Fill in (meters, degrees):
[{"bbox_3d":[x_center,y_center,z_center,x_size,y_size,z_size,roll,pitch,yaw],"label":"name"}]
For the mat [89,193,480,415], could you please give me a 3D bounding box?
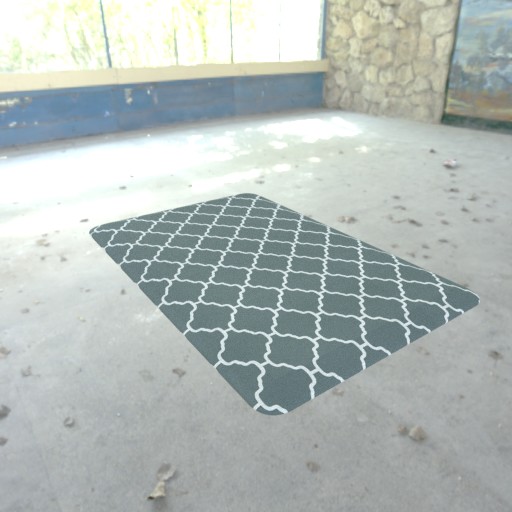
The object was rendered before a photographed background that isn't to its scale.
[{"bbox_3d":[0.000,0.000,0.959,0.508,0.021,0.762,-18,31,-31],"label":"mat"}]
